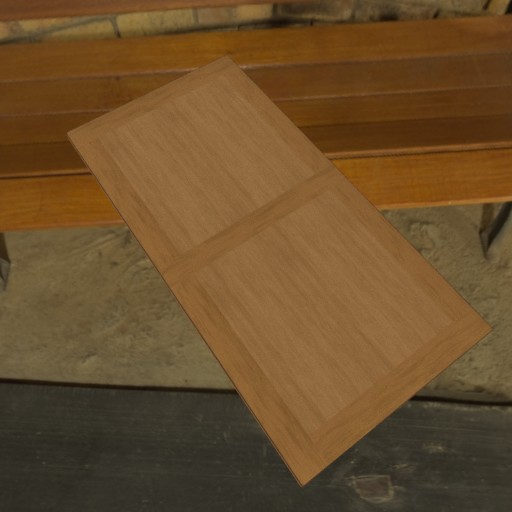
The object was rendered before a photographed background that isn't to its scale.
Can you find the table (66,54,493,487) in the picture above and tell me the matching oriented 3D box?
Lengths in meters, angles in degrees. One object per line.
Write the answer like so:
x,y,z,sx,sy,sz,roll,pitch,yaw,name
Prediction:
0.000,0.000,2.392,1.000,0.762,1.982,-33,68,-15,table
